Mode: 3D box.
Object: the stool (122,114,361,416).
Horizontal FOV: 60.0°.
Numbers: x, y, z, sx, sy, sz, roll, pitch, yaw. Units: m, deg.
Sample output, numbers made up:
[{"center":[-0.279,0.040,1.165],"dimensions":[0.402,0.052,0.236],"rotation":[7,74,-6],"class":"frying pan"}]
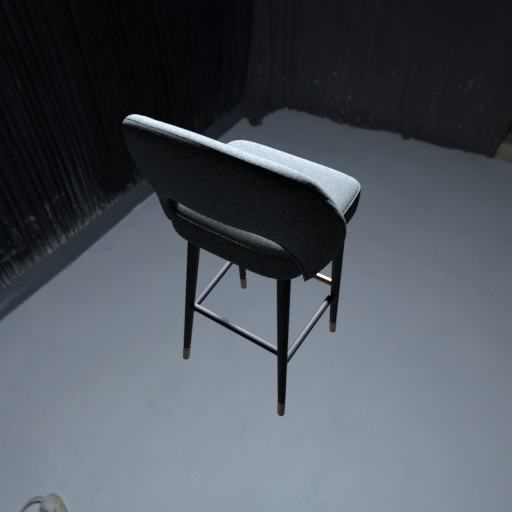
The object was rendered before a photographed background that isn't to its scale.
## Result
[{"center":[0.000,0.000,1.387],"dimensions":[0.536,1.089,0.524],"rotation":[24,51,21],"class":"stool"}]
